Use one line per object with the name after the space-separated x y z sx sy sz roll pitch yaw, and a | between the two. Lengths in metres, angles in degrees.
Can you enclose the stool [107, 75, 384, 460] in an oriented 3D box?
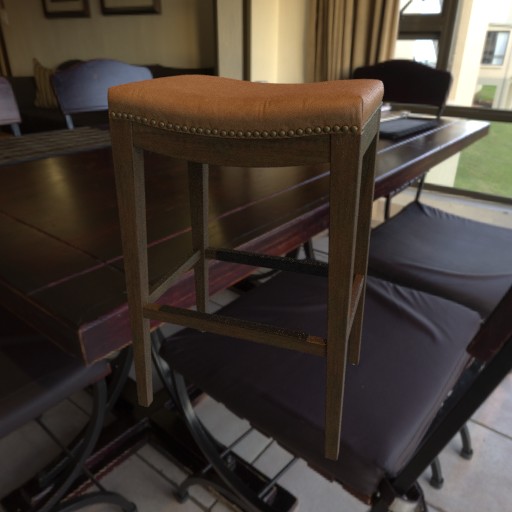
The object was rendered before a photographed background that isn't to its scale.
0.000 0.000 1.030 0.500 0.759 0.361 9 27 17 | stool
